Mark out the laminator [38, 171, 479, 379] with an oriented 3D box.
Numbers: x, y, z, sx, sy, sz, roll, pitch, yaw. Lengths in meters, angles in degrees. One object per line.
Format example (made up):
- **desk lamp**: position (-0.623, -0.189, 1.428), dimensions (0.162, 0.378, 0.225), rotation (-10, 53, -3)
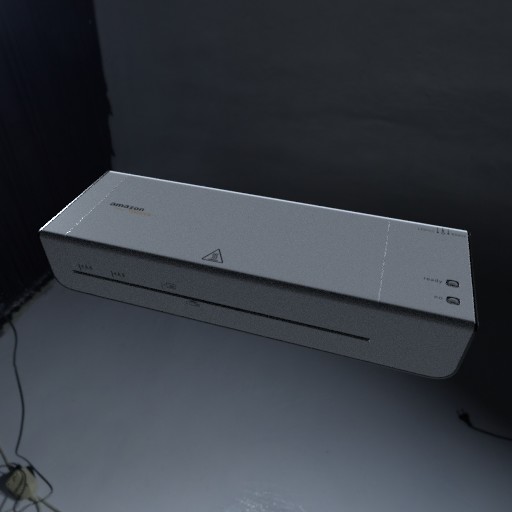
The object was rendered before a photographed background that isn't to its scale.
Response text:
- **laminator**: position (0.000, 0.000, 0.389), dimensions (0.340, 0.062, 0.123), rotation (11, 41, 13)
